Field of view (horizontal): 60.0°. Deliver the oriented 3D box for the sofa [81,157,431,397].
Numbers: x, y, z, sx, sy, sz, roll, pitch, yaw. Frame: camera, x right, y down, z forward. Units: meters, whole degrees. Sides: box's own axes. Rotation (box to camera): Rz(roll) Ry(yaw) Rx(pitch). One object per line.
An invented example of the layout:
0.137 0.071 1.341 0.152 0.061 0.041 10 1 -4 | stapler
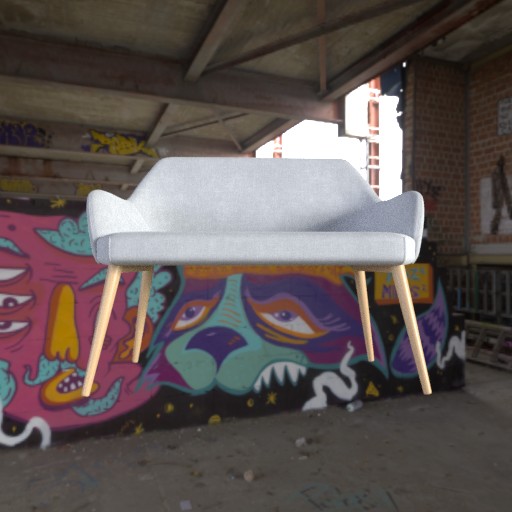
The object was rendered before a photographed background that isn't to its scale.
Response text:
0.000 0.000 1.596 1.150 0.840 0.610 0 -1 -1 | sofa
